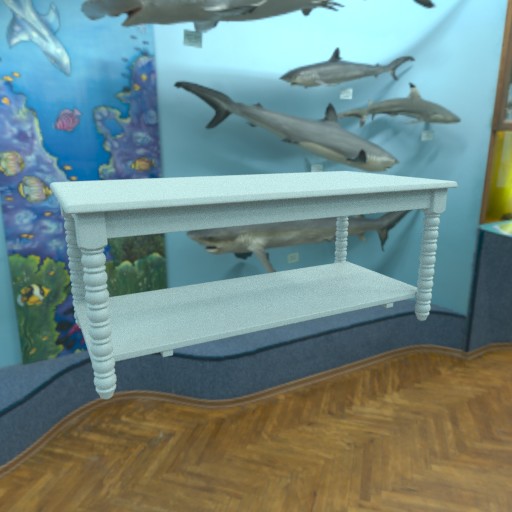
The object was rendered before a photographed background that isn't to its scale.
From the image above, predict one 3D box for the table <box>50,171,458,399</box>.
[{"bbox_3d":[0.000,0.000,1.470,1.171,0.487,0.580,-7,16,-26],"label":"table"}]
